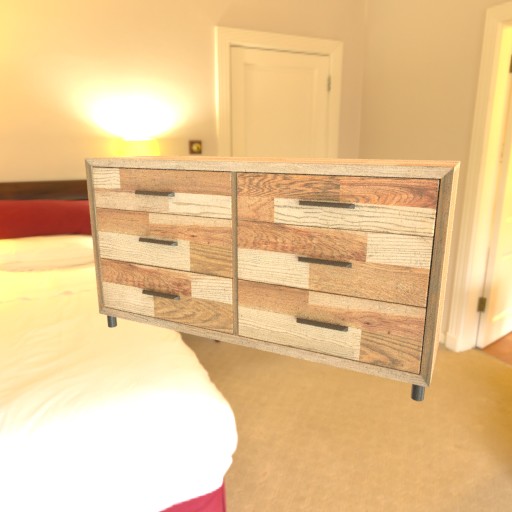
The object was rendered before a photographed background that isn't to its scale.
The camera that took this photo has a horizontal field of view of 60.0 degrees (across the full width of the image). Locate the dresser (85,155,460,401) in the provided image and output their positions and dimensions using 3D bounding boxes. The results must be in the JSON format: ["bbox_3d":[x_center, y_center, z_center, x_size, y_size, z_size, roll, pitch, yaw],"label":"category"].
[{"bbox_3d":[0.000,0.000,1.963,1.547,0.834,0.487,7,16,25],"label":"dresser"}]
